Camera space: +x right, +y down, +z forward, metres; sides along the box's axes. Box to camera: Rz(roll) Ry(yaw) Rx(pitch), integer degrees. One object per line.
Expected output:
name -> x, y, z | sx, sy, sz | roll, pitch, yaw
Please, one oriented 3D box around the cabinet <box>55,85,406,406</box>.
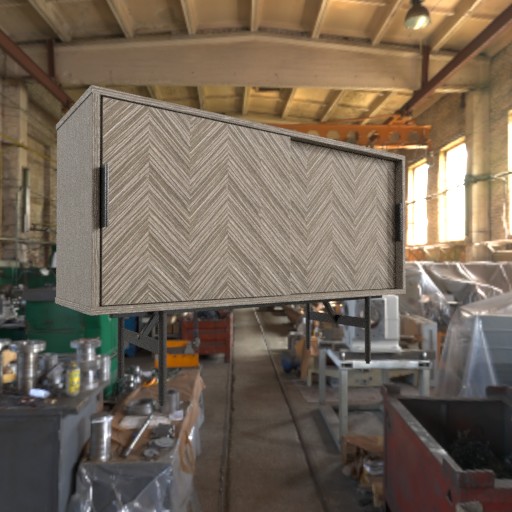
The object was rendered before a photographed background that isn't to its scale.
cabinet -> 0.000, 0.000, 1.516 | 1.194, 0.787, 0.405 | 1, -1, -36
